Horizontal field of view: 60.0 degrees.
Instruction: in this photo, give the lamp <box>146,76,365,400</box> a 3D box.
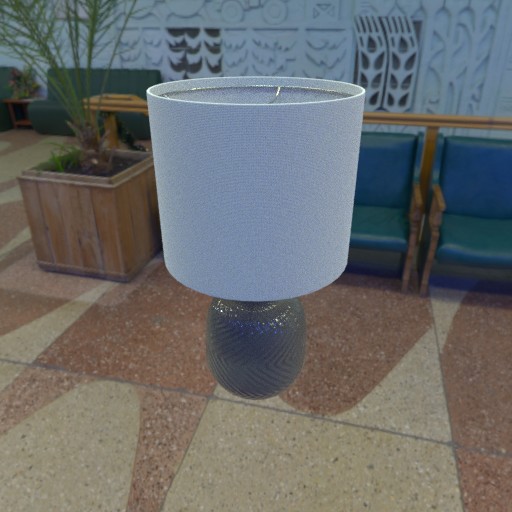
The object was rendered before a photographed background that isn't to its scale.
[{"bbox_3d":[0.000,0.000,0.512,0.207,0.366,0.207,8,28,14],"label":"lamp"}]
